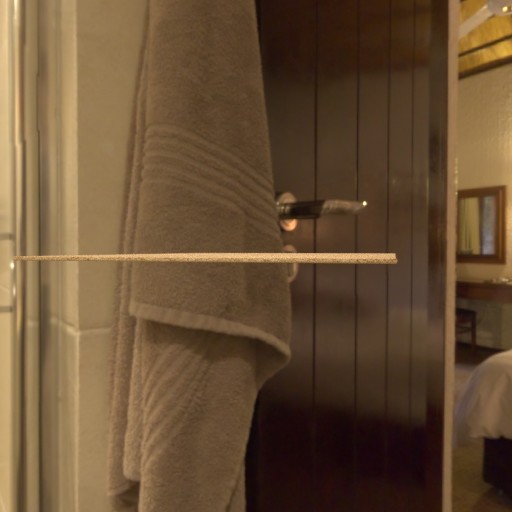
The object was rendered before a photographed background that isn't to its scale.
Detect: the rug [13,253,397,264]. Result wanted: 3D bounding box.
[{"bbox_3d":[0.000,0.000,3.981,2.400,0.026,3.000,0,1,17],"label":"rug"}]
